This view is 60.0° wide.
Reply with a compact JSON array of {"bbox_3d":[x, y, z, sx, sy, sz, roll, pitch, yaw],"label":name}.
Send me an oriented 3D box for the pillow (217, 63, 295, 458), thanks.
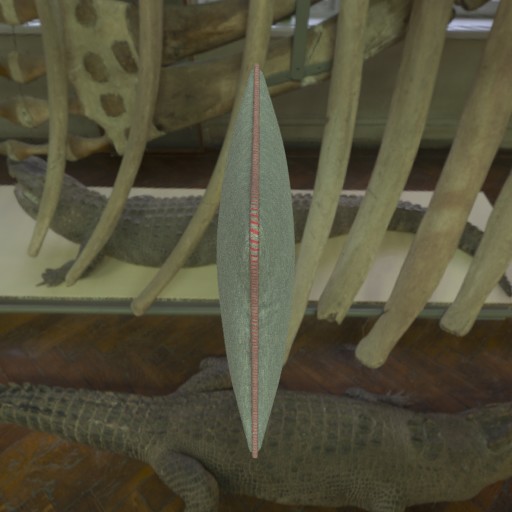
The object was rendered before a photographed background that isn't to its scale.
[{"bbox_3d":[0.000,0.000,0.751,0.124,0.491,0.482,0,41,0],"label":"pillow"}]
